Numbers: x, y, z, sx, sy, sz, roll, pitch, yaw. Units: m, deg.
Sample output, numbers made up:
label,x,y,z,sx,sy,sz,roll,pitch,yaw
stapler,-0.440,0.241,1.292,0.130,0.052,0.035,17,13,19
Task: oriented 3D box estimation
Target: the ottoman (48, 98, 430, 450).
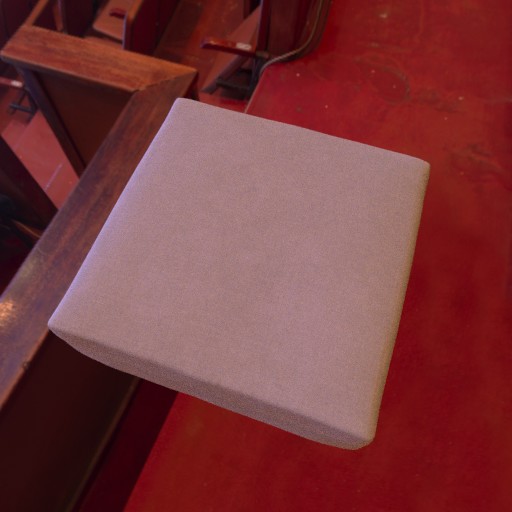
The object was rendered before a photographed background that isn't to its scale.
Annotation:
label,x,y,z,sx,sy,sz,roll,pitch,yaw
ottoman,0.000,0.000,1.814,1.203,0.517,1.171,17,65,8
